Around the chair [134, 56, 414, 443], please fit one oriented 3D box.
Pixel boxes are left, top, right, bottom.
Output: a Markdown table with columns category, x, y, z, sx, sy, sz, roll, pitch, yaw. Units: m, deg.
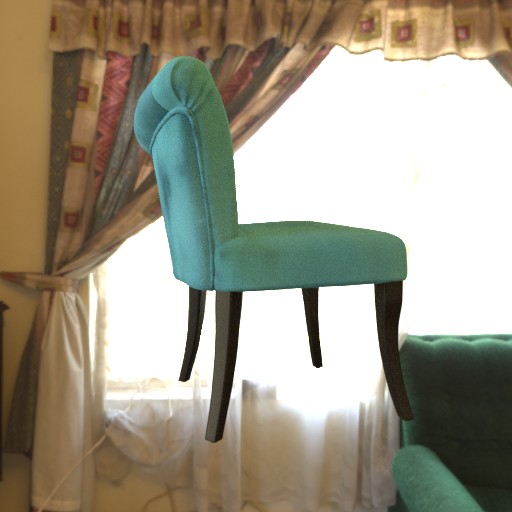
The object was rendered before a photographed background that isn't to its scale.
| category | x | y | z | sx | sy | sz | roll | pitch | yaw |
| --- | --- | --- | --- | --- | --- | --- | --- | --- | --- |
| chair | 0.000 | 0.000 | 1.145 | 0.605 | 0.750 | 0.582 | 0 | 1 | -18 |
